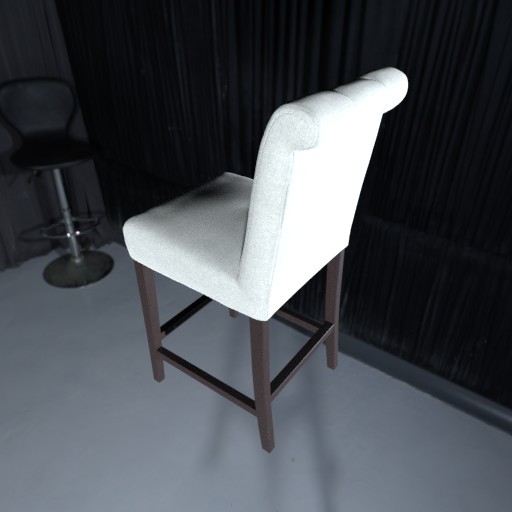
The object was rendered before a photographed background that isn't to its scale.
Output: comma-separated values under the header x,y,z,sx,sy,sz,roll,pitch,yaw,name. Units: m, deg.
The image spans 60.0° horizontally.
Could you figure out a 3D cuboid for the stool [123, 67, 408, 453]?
x,y,z,sx,sy,sz,roll,pitch,yaw,name
0.000,0.000,1.316,0.601,1.040,0.493,22,39,30,stool
